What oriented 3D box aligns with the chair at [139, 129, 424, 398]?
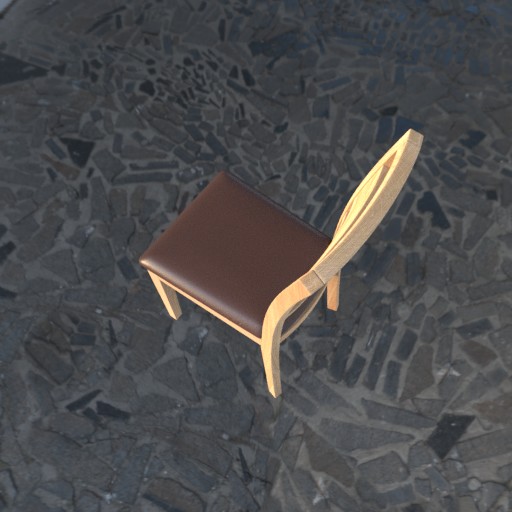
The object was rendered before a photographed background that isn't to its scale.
[{"bbox_3d":[0.000,0.000,1.242,0.545,0.940,0.420,32,67,16],"label":"chair"}]
